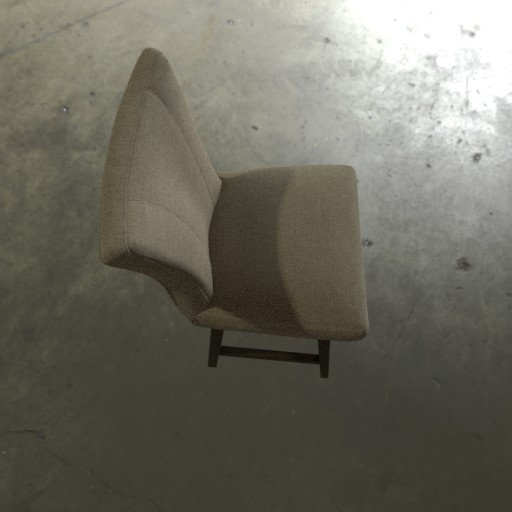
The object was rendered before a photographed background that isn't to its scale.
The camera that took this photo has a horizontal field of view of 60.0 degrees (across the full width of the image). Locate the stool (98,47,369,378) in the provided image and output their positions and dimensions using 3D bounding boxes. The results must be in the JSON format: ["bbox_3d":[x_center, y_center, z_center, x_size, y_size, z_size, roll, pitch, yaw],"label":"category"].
[{"bbox_3d":[0.000,0.000,1.274,0.574,1.000,0.514,2,64,1],"label":"stool"}]
